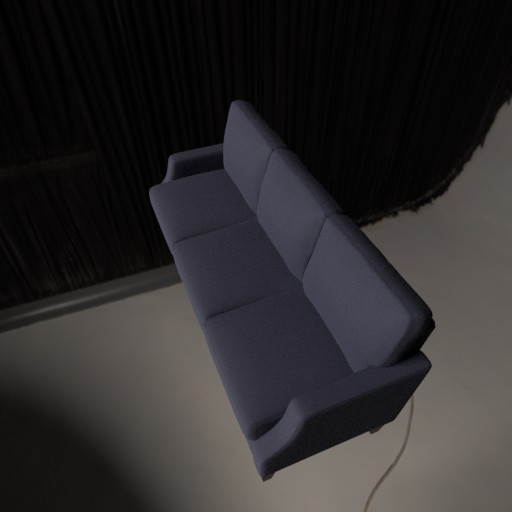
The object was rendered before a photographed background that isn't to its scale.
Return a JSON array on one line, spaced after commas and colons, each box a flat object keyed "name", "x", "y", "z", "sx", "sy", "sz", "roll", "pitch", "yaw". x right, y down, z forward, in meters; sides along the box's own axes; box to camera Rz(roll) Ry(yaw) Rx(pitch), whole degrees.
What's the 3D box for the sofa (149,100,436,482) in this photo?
[{"name": "sofa", "x": 0.000, "y": 0.000, "z": 2.613, "sx": 0.888, "sy": 0.984, "sz": 2.115, "roll": -16, "pitch": 47, "yaw": -16}]
